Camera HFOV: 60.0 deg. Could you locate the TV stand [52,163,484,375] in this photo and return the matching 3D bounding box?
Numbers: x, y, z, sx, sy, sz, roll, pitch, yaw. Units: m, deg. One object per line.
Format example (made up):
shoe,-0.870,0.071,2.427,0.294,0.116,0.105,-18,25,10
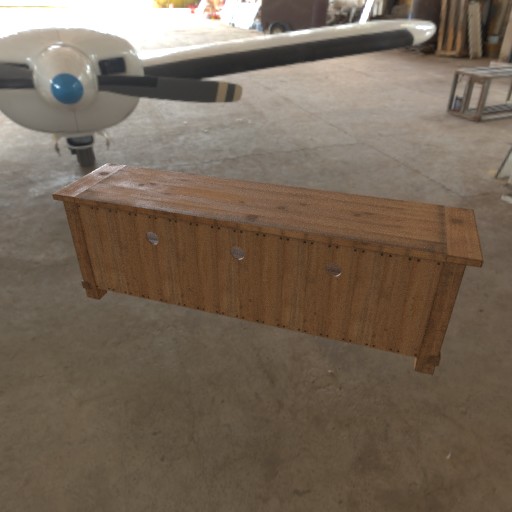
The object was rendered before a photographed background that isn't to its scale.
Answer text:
TV stand,0.000,0.000,2.099,1.804,0.573,0.453,10,33,16
